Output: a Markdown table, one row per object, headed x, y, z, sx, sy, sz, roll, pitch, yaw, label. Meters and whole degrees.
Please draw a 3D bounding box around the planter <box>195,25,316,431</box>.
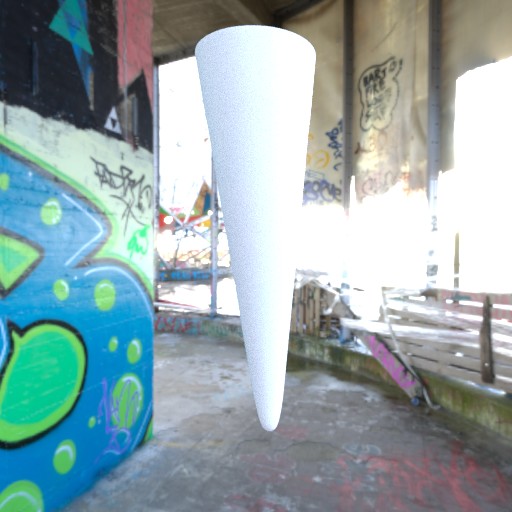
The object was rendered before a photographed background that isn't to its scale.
| x | y | z | sx | sy | sz | roll | pitch | yaw | label |
| --- | --- | --- | --- | --- | --- | --- | --- | --- | --- |
| 0.000 | 0.000 | 0.218 | 0.057 | 0.193 | 0.064 | 1 | 2 | 18 | planter |
